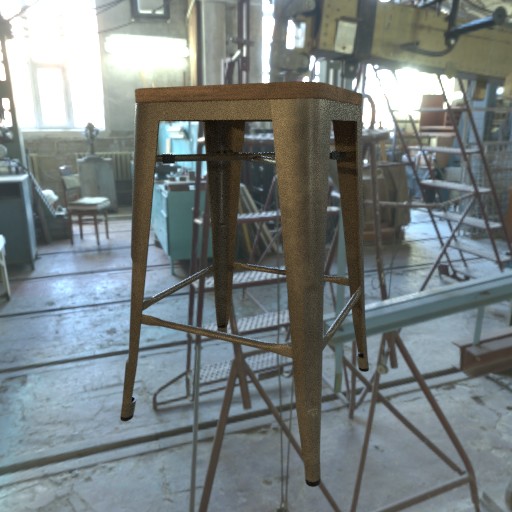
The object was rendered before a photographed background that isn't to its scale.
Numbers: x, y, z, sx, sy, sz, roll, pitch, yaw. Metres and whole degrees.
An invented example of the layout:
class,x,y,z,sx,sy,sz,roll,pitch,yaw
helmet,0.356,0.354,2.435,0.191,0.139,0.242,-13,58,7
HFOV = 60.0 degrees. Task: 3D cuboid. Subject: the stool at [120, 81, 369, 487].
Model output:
class,x,y,z,sx,sy,sz,roll,pitch,yaw
stool,0.000,0.000,0.874,0.407,0.607,0.407,8,18,24
